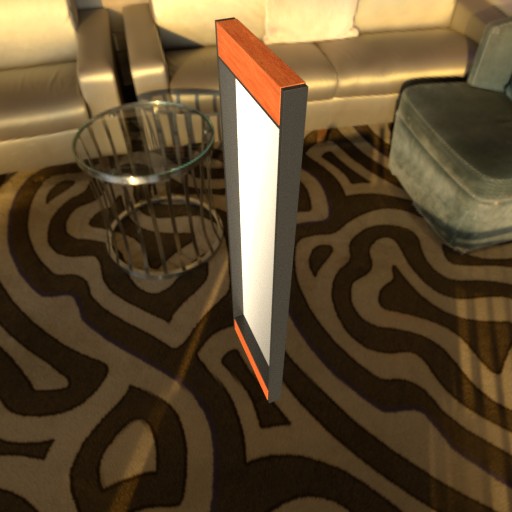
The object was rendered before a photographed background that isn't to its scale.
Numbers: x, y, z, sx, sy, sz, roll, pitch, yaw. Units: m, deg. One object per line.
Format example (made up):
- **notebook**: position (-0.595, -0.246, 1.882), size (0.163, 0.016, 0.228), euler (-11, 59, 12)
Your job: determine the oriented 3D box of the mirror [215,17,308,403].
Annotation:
- **mirror**: position (0.000, 0.000, 1.232), size (0.047, 1.123, 0.343), euler (-17, 49, -15)
